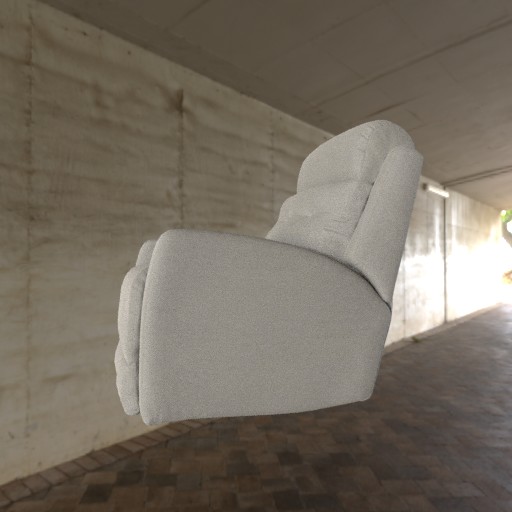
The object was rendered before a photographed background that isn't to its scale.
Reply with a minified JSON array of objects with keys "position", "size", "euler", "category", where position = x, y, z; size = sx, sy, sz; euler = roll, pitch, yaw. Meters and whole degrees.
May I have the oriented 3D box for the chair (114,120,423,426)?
[{"position":[0.000,0.000,1.727],"size":[1.043,1.013,0.798],"euler":[0,-1,-18],"category":"chair"}]
